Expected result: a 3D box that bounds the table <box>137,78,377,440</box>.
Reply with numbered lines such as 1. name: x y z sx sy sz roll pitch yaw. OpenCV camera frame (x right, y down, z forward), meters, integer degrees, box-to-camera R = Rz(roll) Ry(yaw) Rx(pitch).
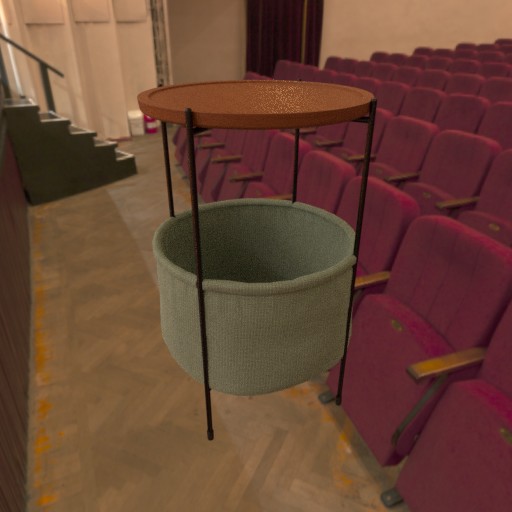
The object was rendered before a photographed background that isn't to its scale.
1. table: 0.000 0.000 0.883 0.400 0.623 0.400 -9 29 -16
